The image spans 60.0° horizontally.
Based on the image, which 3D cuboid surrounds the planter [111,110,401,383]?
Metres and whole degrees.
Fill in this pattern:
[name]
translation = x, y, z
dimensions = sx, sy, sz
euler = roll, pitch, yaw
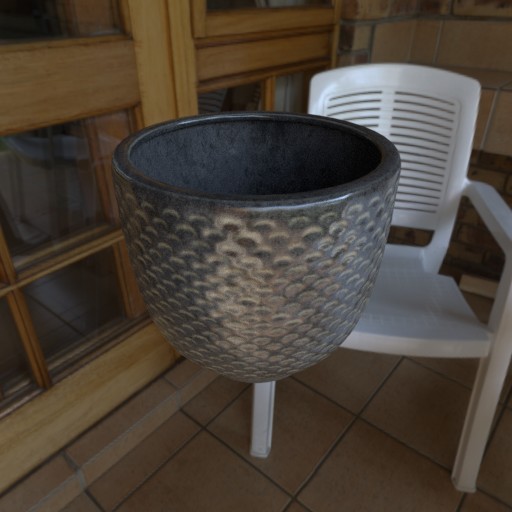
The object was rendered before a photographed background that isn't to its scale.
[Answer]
[planter]
translation = 0.000, 0.000, 0.310
dimensions = 0.172, 0.160, 0.172
euler = 0, 32, 0
